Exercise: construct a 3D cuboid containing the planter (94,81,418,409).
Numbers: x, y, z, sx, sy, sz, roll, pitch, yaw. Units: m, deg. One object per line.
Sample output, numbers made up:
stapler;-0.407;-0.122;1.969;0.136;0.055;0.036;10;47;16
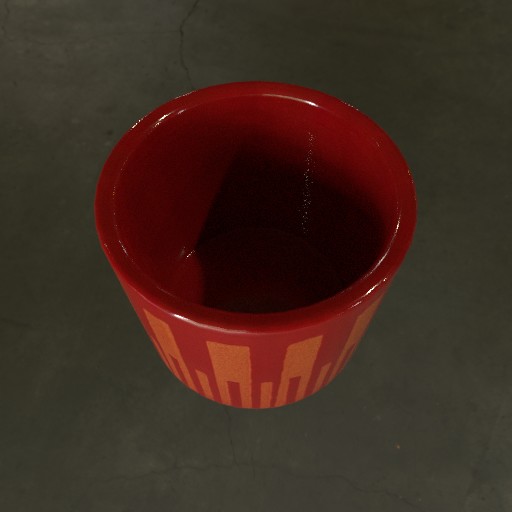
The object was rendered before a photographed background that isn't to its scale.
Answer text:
planter;0.000;0.000;0.402;0.230;0.202;0.230;0;58;0
